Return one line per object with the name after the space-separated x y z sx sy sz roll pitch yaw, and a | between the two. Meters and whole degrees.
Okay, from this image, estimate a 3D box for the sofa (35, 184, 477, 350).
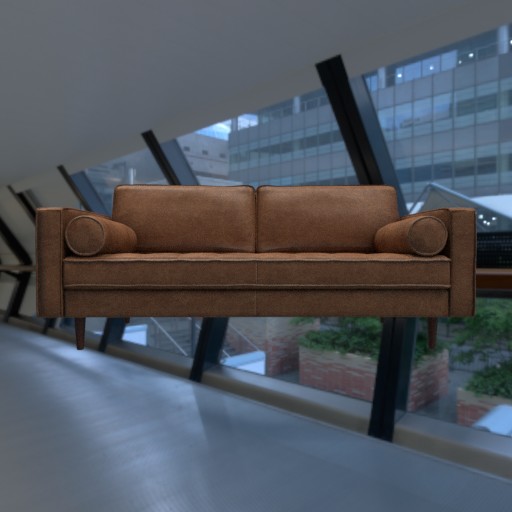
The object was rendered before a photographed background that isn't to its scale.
0.000 0.000 2.338 1.920 0.825 0.924 0 0 -1 | sofa
